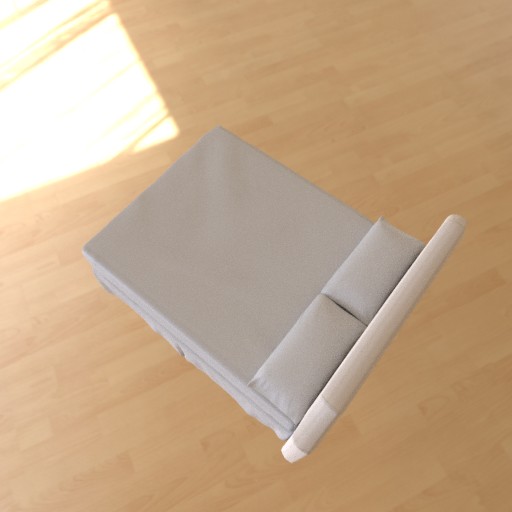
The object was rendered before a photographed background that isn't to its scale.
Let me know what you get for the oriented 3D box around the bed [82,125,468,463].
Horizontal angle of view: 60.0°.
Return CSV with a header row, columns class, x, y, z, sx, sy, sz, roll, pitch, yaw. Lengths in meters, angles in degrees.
class,x,y,z,sx,sy,sz,roll,pitch,yaw
bed,0.000,0.000,3.283,2.164,1.297,1.828,36,68,16
